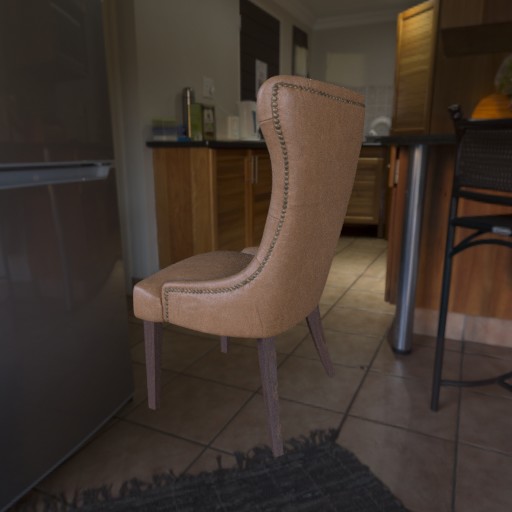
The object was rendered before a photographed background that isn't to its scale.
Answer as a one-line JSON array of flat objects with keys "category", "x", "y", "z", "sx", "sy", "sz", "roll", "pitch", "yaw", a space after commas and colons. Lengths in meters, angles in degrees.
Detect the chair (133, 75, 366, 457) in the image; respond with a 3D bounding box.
[{"category": "chair", "x": 0.000, "y": 0.000, "z": 1.511, "sx": 0.669, "sy": 1.065, "sz": 0.611, "roll": 8, "pitch": 16, "yaw": 27}]
